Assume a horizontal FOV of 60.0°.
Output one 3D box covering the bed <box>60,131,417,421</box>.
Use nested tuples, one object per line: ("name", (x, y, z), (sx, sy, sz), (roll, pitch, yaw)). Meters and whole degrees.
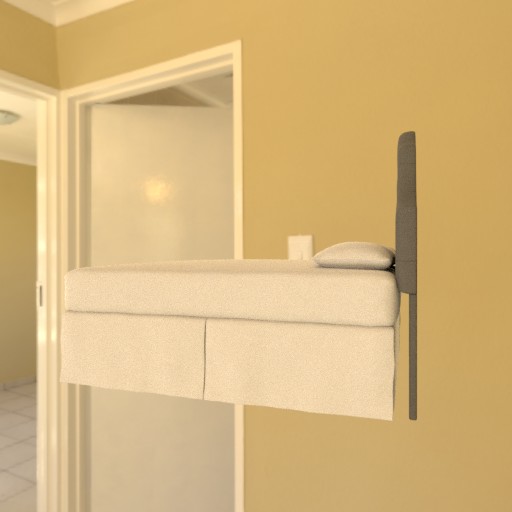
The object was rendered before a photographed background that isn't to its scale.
("bed", (0.000, 0.000, 3.191), (2.155, 1.575, 1.636), (0, 0, 19))
